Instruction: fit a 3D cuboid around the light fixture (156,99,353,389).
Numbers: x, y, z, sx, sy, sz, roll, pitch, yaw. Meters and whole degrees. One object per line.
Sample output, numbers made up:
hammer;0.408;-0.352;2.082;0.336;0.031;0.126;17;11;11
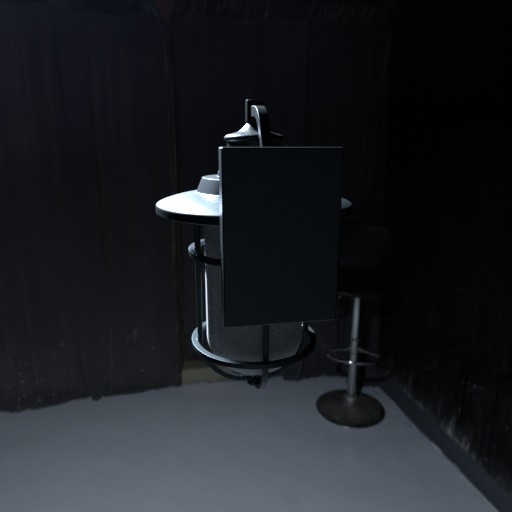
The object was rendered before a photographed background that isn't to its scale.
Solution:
light fixture;0.000;0.000;0.515;0.222;0.345;0.252;-3;14;-10
